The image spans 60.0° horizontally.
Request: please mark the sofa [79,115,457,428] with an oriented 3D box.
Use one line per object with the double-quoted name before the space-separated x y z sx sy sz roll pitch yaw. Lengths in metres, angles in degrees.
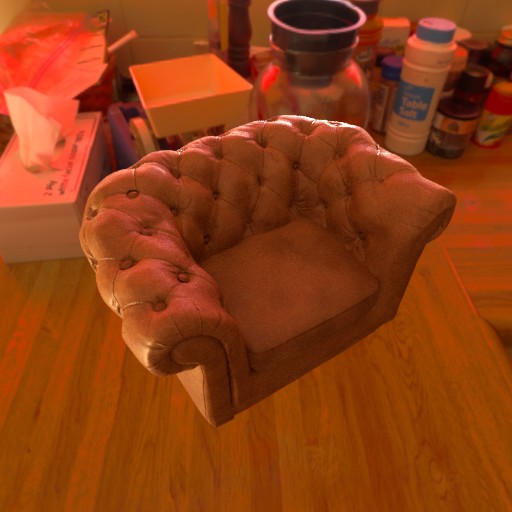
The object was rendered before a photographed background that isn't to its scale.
"sofa" 0.000 0.000 2.059 1.405 0.878 1.033 -24 50 -22
